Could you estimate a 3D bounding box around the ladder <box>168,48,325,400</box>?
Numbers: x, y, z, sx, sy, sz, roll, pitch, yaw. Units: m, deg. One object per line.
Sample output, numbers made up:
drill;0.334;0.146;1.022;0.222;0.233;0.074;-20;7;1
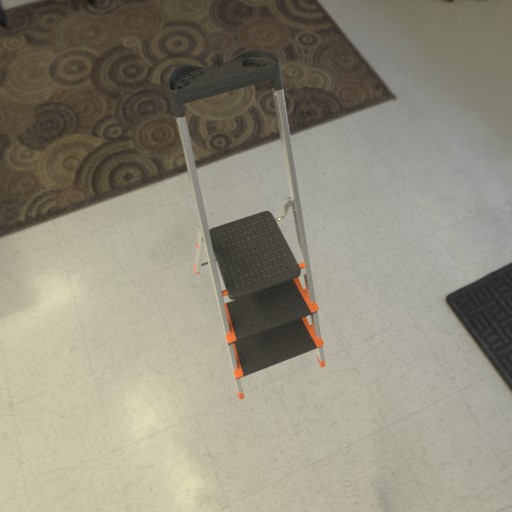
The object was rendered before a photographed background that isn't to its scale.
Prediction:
ladder;0.000;0.000;1.568;0.416;1.229;0.686;-19;65;-9
